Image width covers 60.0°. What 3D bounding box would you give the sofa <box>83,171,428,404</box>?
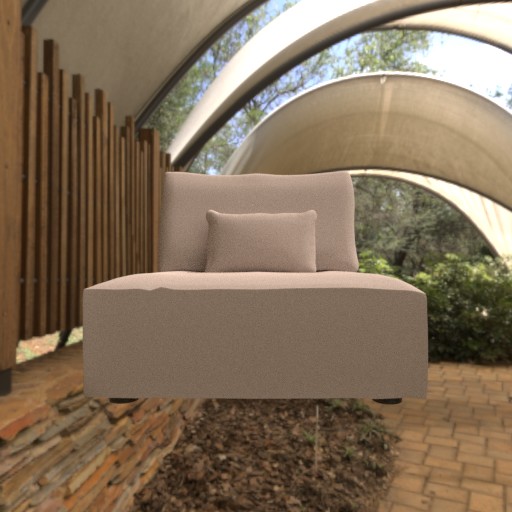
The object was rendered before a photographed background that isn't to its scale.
[{"bbox_3d":[0.000,0.000,1.691,0.935,0.828,1.000,0,-1,1],"label":"sofa"}]
